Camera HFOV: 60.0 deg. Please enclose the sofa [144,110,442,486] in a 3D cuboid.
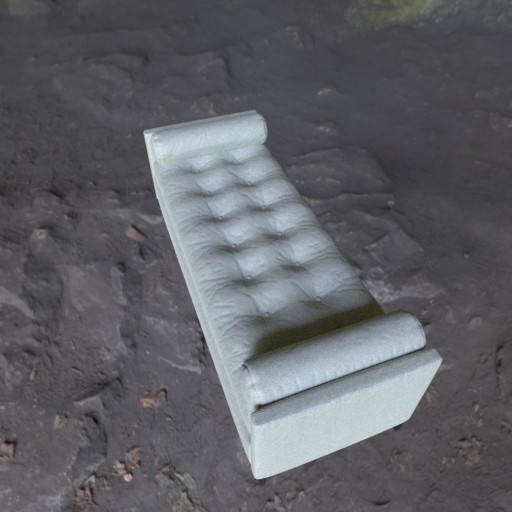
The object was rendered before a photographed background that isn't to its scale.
[{"bbox_3d":[0.000,0.000,2.482,0.796,0.705,2.102,-15,48,-14],"label":"sofa"}]
